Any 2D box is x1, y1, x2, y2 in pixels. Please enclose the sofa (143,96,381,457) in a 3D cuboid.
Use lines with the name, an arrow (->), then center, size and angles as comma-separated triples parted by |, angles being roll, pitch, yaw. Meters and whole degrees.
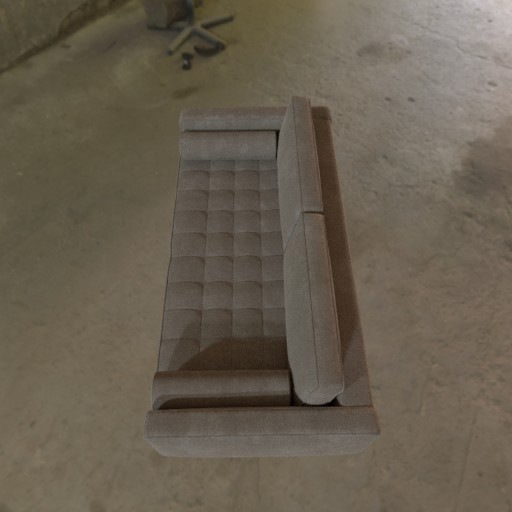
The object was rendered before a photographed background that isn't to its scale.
sofa -> 0.000, 0.000, 2.289 | 0.920, 0.769, 1.883 | -1, 58, 0
